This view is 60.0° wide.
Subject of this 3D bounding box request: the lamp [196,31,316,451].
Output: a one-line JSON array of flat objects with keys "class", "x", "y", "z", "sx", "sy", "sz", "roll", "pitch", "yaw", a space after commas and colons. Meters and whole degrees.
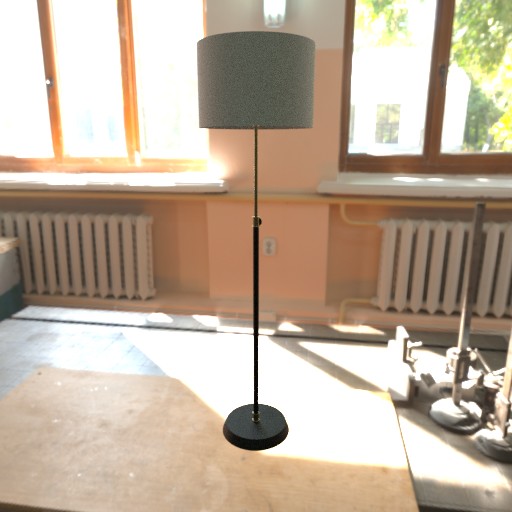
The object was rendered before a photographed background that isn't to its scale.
[{"class": "lamp", "x": 0.000, "y": 0.000, "z": 1.699, "sx": 0.404, "sy": 1.517, "sz": 0.404, "roll": 14, "pitch": 20, "yaw": 42}]
